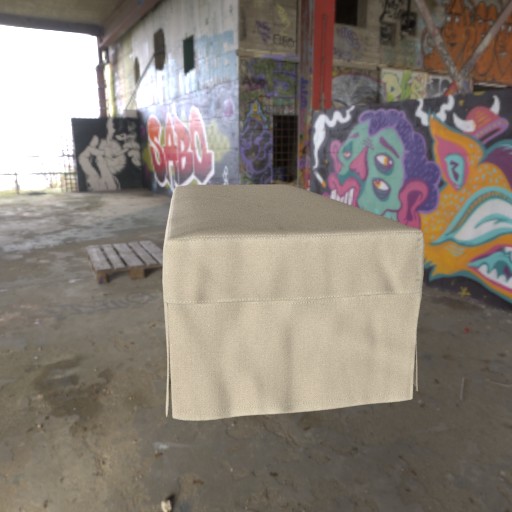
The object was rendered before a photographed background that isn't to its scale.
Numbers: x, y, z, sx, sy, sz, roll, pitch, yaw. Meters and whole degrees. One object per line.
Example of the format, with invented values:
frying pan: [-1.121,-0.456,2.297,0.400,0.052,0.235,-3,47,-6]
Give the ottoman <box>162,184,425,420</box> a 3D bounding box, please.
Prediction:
ottoman: [0.000,0.000,1.693,0.665,0.457,1.388,-2,14,-9]
